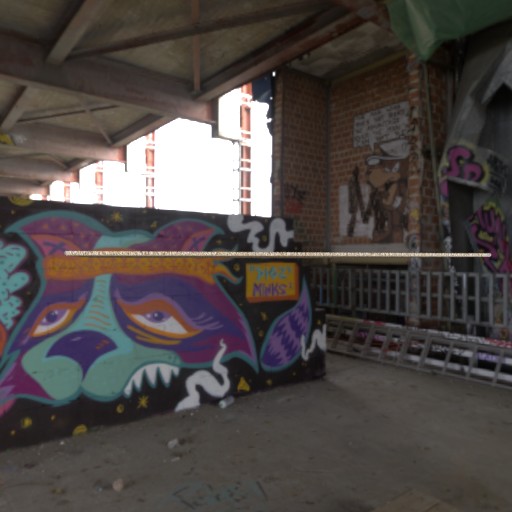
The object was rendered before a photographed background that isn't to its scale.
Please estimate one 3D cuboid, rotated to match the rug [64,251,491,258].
[{"bbox_3d":[0.000,0.000,4.071,3.000,0.025,2.400,0,-1,-17],"label":"rug"}]
